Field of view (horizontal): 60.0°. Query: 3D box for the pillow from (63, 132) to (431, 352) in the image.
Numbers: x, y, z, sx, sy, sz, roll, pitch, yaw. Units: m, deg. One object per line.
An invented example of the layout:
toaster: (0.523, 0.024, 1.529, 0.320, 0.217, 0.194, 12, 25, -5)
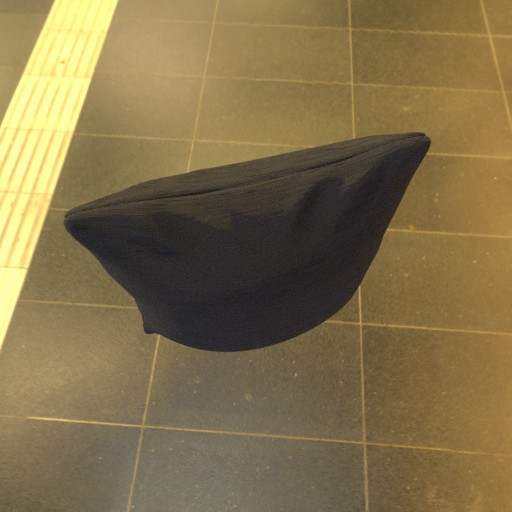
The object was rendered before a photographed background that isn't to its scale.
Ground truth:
pillow: (0.000, 0.000, 0.675, 0.432, 0.414, 0.246, -14, 64, -7)
